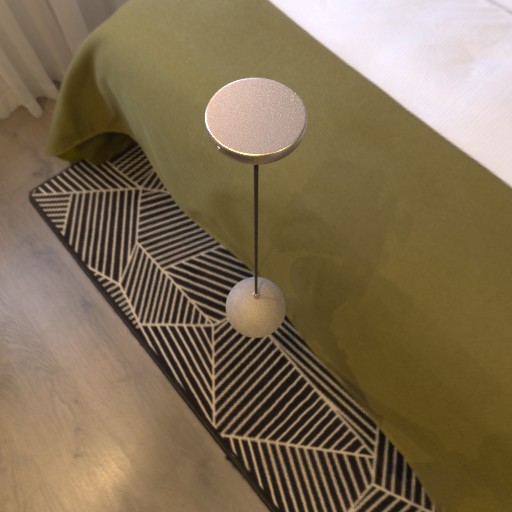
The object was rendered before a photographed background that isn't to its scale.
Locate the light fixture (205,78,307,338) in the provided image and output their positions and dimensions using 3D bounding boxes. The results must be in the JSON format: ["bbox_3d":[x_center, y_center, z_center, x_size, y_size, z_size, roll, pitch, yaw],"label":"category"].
[{"bbox_3d":[0.000,0.000,0.856,0.153,0.760,0.153,16,66,8],"label":"light fixture"}]
